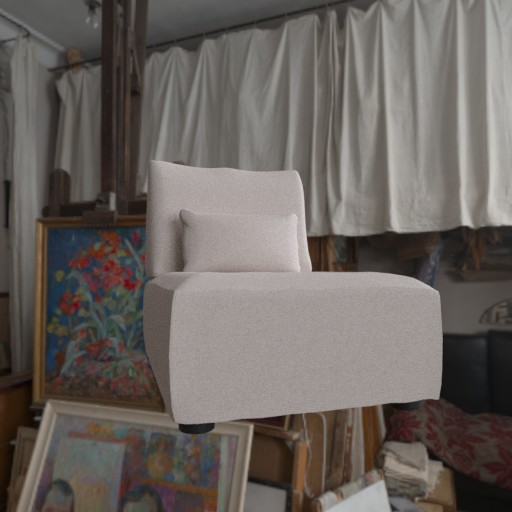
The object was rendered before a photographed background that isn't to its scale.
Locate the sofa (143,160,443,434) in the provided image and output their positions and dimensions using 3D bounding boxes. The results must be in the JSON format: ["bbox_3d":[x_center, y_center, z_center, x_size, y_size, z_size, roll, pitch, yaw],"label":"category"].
[{"bbox_3d":[0.000,0.000,1.525,0.700,0.820,1.000,1,-2,-17],"label":"sofa"}]
